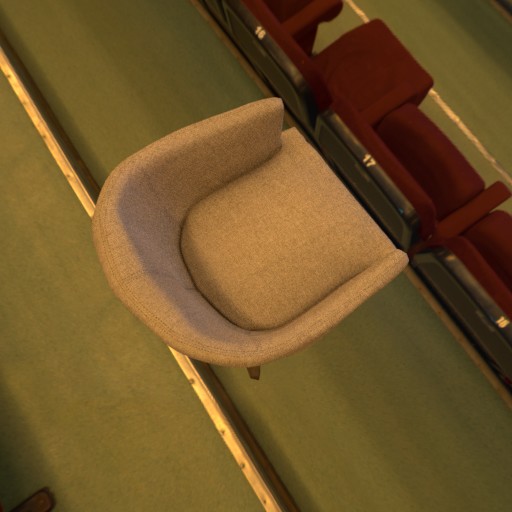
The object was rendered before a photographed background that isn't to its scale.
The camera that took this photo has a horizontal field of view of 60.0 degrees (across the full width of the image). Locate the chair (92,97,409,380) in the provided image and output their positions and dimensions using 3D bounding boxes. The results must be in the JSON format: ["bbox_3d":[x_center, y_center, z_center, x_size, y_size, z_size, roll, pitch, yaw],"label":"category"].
[{"bbox_3d":[0.000,0.000,1.259,0.655,0.811,0.583,-33,76,-9],"label":"chair"}]
